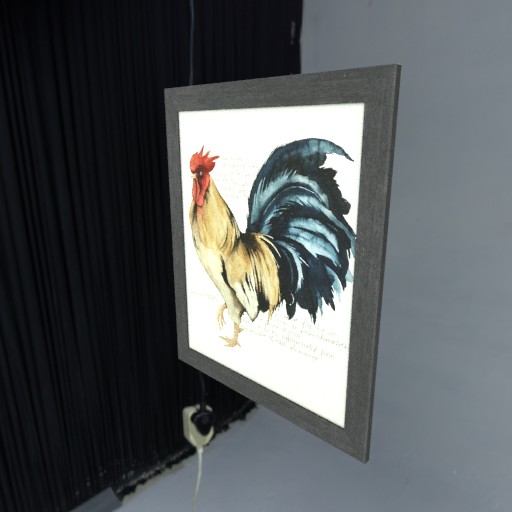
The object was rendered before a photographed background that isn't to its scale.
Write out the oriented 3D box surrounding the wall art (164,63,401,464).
[{"bbox_3d":[0.000,0.000,0.767,0.476,0.570,0.013,15,21,42],"label":"wall art"}]
